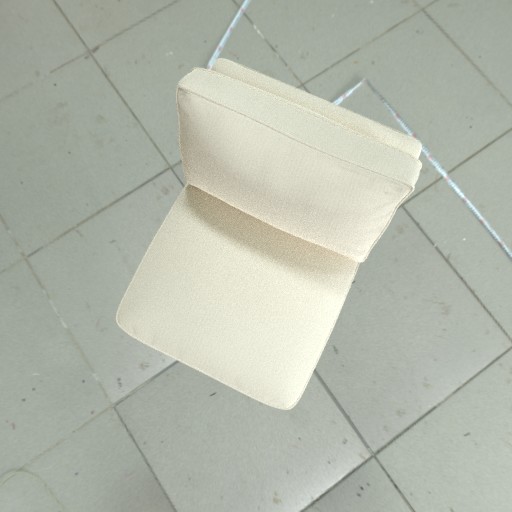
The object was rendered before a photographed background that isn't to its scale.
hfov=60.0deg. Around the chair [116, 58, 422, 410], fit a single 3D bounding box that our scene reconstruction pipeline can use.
[{"bbox_3d":[0.000,0.000,1.401,0.630,0.887,0.781,25,78,6],"label":"chair"}]
